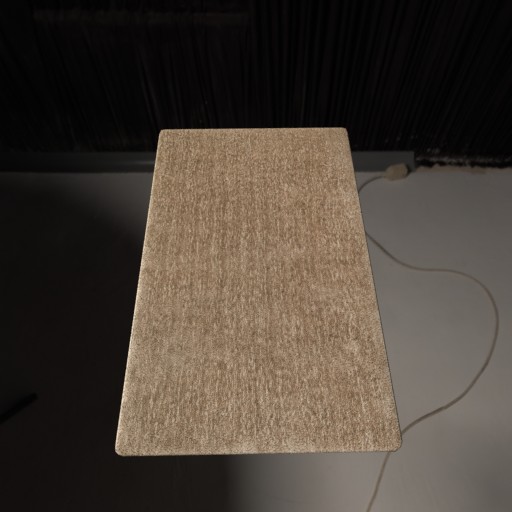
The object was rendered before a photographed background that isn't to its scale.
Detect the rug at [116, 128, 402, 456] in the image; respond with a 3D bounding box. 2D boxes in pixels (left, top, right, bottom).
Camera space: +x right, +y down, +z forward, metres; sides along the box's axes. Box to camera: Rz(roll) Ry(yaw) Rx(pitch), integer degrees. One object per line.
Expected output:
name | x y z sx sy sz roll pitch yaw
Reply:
rug | 0.000 0.000 3.001 1.539 0.024 2.469 -1 58 0
